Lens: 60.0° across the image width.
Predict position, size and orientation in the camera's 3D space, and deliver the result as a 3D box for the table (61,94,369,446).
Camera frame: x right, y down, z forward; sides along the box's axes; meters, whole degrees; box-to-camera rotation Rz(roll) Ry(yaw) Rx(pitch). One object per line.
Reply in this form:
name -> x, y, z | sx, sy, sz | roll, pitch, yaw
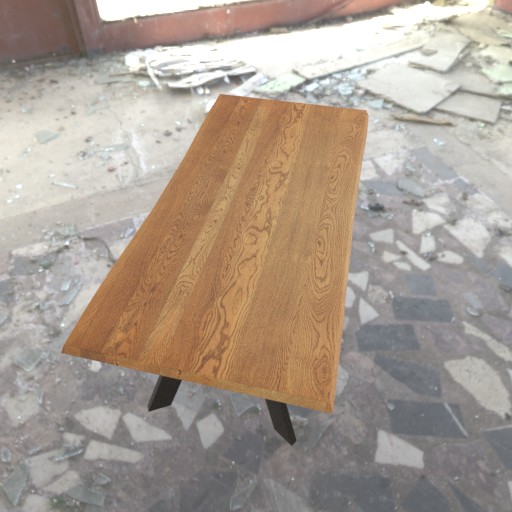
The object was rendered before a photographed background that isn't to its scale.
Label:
table -> 0.000, 0.000, 2.244 | 0.900, 0.770, 1.800 | 10, 47, 9
